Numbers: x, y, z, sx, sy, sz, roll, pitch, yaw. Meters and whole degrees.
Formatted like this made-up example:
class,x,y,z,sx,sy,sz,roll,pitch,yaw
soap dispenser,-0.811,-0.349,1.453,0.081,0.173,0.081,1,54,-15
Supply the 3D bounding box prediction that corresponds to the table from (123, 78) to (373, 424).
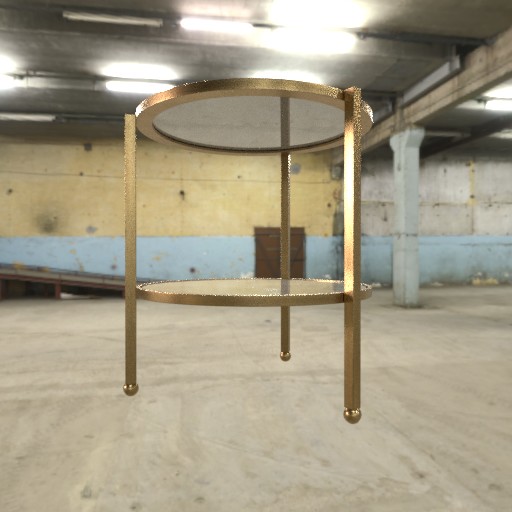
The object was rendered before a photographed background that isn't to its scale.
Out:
class,x,y,z,sx,sy,sz,roll,pitch,yaw
table,0.000,0.000,0.454,0.231,0.269,0.243,0,0,19
